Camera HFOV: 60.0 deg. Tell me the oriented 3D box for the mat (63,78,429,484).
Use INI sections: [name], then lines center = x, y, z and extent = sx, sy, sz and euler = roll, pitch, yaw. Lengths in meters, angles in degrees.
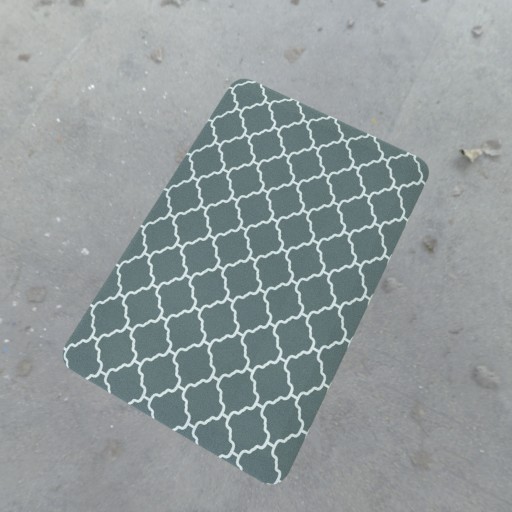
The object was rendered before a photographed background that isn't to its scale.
[mat]
center = 0.000, 0.000, 0.940
extent = 0.508, 0.021, 0.762
euler = 27, 77, 7
